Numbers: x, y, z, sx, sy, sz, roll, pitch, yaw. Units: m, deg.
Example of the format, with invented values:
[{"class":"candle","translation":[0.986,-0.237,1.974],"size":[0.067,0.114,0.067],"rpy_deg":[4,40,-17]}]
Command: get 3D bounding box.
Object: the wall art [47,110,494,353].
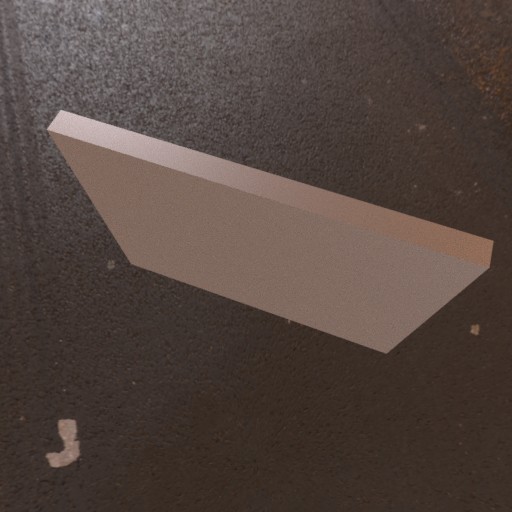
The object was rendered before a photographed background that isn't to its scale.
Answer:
[{"class":"wall art","translation":[0.000,0.000,1.373],"size":[1.056,0.801,0.066],"rpy_deg":[18,66,8]}]
